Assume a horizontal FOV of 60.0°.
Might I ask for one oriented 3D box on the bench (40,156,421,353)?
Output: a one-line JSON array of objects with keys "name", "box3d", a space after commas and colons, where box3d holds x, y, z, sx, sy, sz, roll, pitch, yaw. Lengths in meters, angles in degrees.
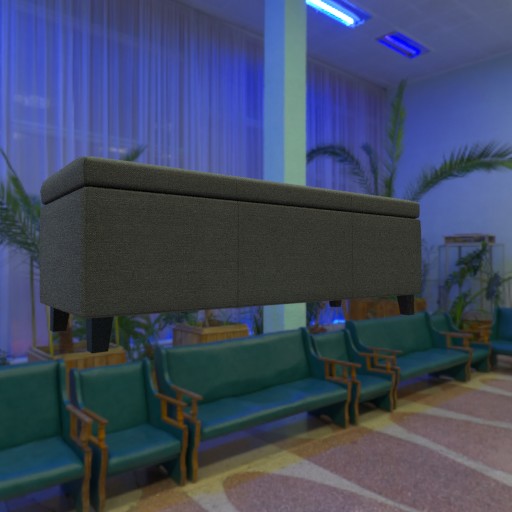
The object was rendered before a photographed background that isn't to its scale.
[{"name": "bench", "box3d": [0.000, 0.000, 1.482, 1.269, 0.438, 0.446, 1, -1, -37]}]
